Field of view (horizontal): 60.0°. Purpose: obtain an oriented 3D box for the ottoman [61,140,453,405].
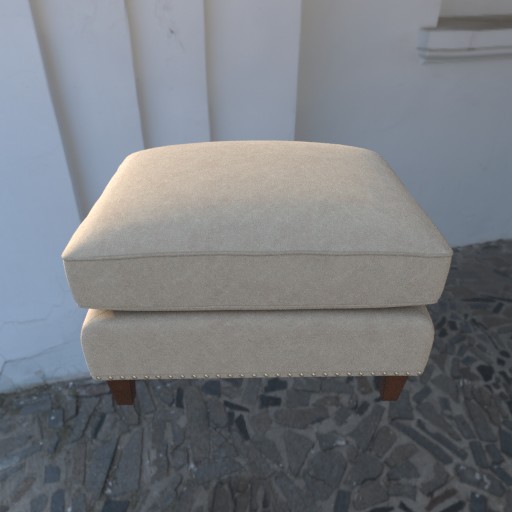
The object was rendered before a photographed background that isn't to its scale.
[{"bbox_3d":[0.000,0.000,1.144,0.741,0.513,0.584,-1,32,-1],"label":"ottoman"}]
